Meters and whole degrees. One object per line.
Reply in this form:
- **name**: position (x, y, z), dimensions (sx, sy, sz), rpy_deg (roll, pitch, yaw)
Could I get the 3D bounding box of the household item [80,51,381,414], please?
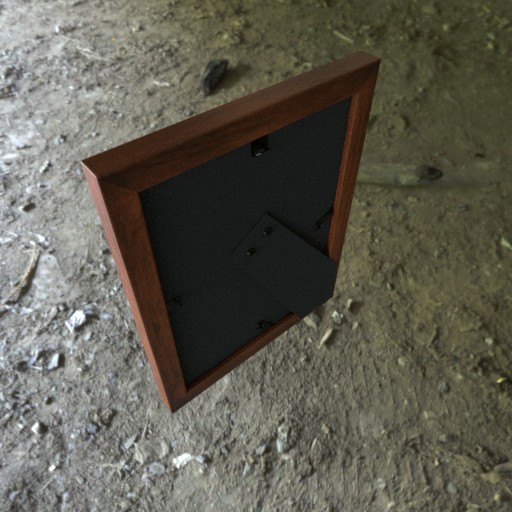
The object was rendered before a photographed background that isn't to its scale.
- **household item**: position (0.000, 0.000, 0.339), dimensions (0.200, 0.250, 0.020), rpy_deg (-31, 54, -26)
